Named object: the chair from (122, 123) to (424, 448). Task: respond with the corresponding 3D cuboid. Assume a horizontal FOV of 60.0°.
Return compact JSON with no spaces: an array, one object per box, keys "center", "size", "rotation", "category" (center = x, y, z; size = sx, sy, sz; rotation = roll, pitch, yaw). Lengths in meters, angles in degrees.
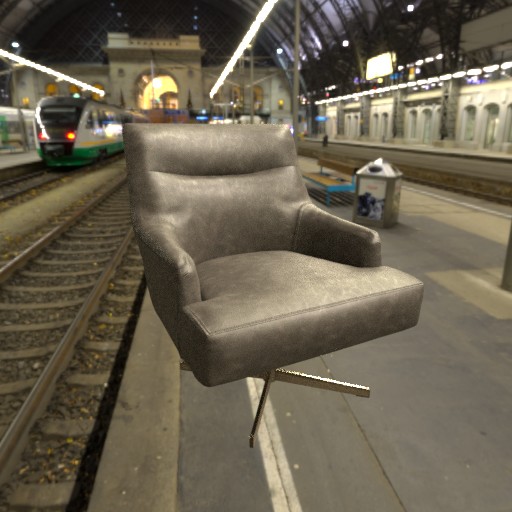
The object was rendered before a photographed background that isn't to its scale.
[{"center":[0.000,0.000,1.508],"size":[0.738,0.870,0.874],"rotation":[-9,18,-28],"category":"chair"}]
